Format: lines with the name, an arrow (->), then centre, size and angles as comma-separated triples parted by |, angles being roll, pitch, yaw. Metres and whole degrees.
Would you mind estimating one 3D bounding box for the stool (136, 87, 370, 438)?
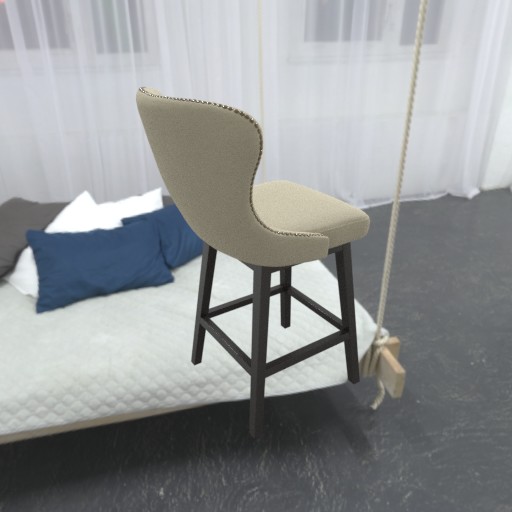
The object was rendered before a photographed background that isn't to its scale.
stool -> 0.000, 0.000, 1.353 | 0.593, 0.971, 0.528 | -16, 31, -30
